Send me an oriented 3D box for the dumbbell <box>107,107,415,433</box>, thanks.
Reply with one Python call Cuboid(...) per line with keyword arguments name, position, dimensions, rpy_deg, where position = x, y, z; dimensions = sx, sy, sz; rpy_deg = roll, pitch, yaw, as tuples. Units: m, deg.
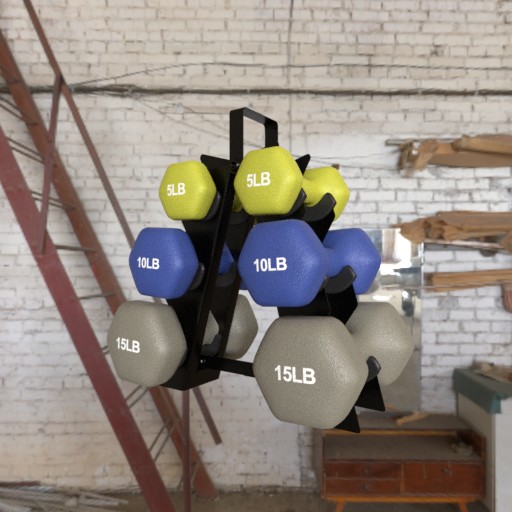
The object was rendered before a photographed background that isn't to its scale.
Cuboid(name="dumbbell", position=(0.000, 0.000, 0.673), dimensions=(0.416, 0.426, 0.261), rpy_deg=(0, 0, 35))
